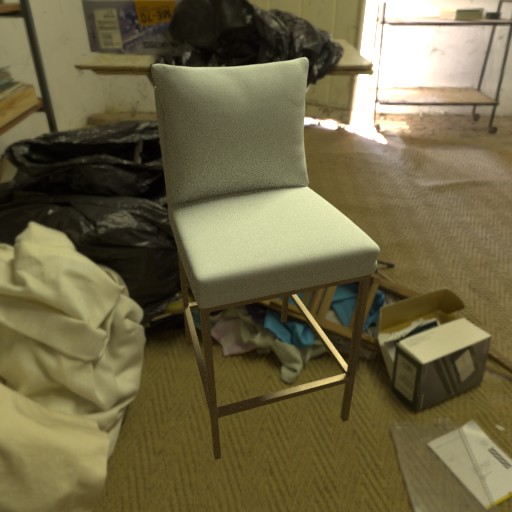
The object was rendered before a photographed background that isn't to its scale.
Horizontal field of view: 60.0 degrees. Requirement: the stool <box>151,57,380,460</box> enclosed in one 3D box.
[{"bbox_3d":[0.000,0.000,1.323,0.463,1.032,0.572,-10,33,-15],"label":"stool"}]
